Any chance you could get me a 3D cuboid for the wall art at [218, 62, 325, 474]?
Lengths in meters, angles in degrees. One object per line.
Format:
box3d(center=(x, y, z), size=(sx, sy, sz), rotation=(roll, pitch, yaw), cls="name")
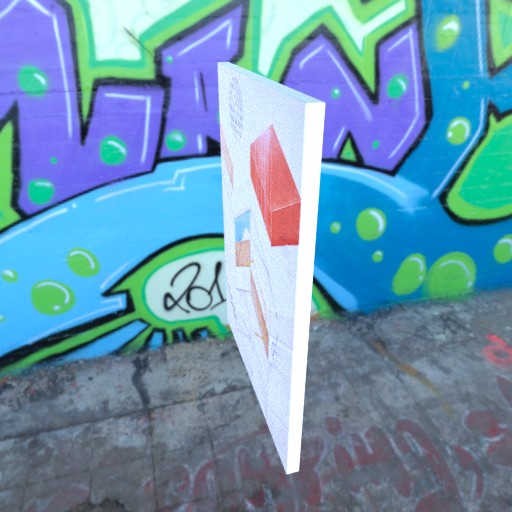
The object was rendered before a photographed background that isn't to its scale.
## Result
box3d(center=(0.000, 0.000, 1.616), size=(0.046, 1.221, 0.914), rotation=(-8, 30, -14), cls="wall art")
